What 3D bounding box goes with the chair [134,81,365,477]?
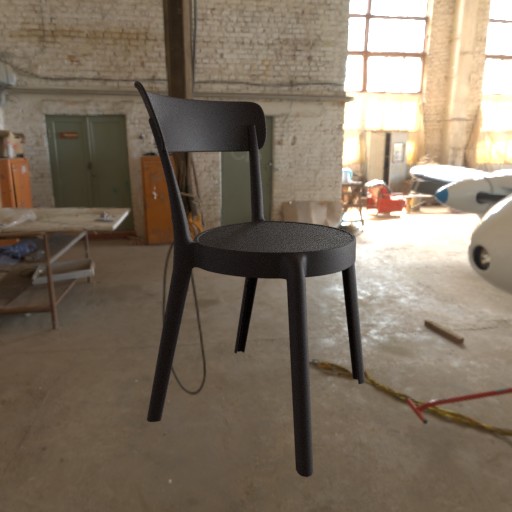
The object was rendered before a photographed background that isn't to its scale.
[{"bbox_3d":[0.000,0.000,1.117,0.491,0.790,0.506,7,16,27],"label":"chair"}]
